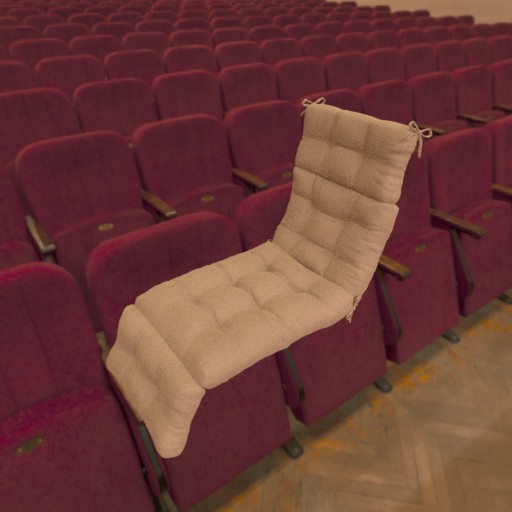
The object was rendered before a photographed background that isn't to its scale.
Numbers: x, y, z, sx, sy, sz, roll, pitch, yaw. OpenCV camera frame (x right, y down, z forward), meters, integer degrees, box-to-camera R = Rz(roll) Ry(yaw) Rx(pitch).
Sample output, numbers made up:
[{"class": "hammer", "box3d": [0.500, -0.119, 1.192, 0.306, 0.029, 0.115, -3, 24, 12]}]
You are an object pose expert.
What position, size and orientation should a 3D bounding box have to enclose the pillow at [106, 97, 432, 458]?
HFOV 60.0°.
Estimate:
[{"class": "pillow", "box3d": [0.000, 0.000, 1.500, 1.016, 0.863, 0.526, -21, 37, -30]}]
